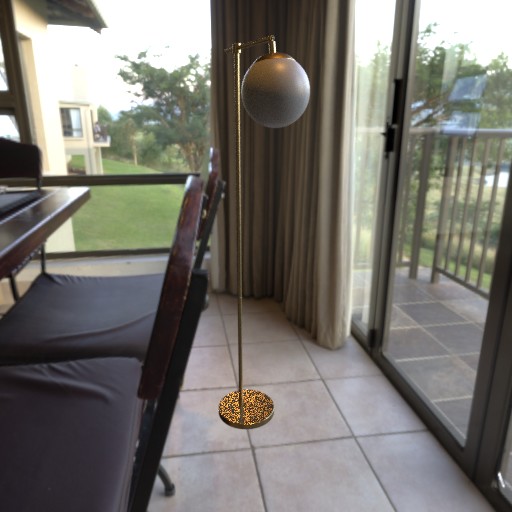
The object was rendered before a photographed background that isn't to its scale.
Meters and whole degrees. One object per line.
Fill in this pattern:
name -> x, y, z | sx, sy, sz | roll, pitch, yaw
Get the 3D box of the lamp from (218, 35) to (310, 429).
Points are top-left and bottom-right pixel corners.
lamp -> 0.000, 0.000, 1.682 | 0.249, 1.505, 0.476 | -9, 20, -27
